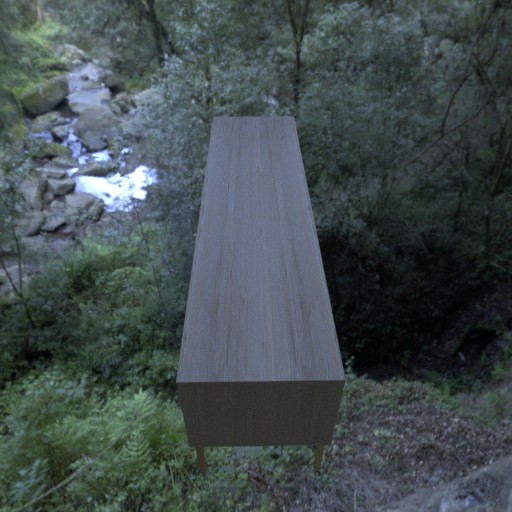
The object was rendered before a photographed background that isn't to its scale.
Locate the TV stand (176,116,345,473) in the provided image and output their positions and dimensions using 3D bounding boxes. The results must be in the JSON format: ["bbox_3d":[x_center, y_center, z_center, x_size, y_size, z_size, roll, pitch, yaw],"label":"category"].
[{"bbox_3d":[0.000,0.000,1.885,0.420,0.550,1.600,-1,40,-1],"label":"TV stand"}]
